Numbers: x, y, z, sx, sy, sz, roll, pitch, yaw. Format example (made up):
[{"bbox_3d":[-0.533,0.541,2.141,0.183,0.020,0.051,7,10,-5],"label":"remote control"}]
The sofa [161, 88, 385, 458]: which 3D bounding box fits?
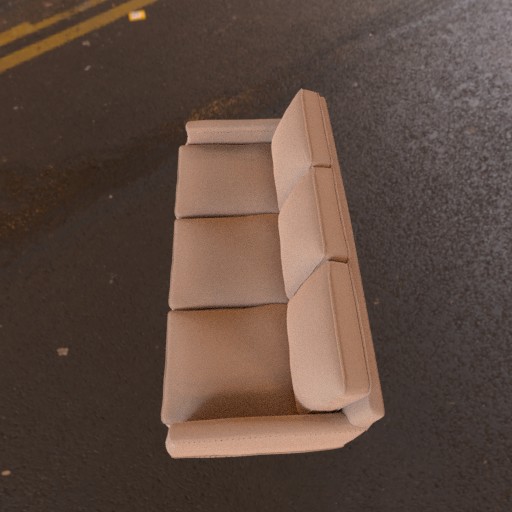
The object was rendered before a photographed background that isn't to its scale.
[{"bbox_3d":[0.000,0.000,2.826,1.084,1.003,2.246,-2,58,-1],"label":"sofa"}]
